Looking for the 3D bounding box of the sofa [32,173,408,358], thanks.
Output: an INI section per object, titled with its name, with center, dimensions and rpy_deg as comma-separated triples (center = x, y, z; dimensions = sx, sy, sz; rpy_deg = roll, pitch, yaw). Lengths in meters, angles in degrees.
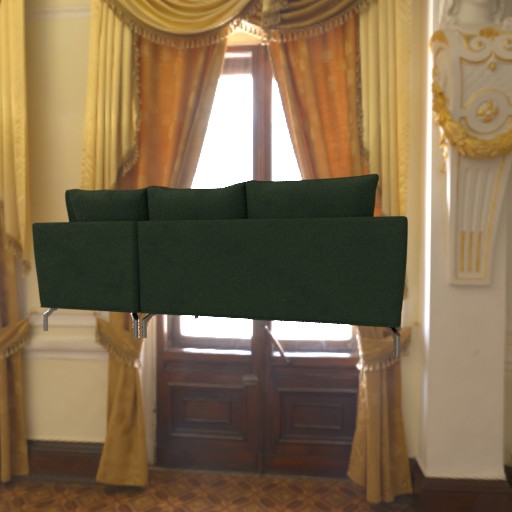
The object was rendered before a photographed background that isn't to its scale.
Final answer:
[sofa]
center = 0.000, 0.000, 3.833
dimensions = 2.468, 1.004, 2.452
rpy_deg = 1, 2, 18
